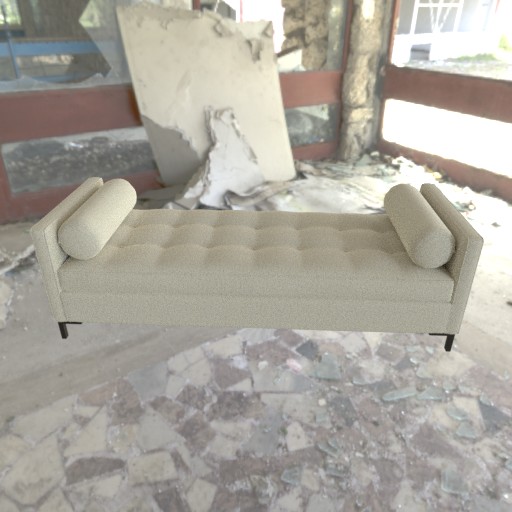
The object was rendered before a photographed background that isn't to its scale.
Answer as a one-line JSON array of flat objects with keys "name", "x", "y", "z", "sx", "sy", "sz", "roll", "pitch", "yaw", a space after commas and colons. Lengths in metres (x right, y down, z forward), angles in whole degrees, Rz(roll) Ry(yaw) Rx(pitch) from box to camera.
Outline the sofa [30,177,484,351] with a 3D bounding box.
[{"name": "sofa", "x": 0.000, "y": 0.000, "z": 2.366, "sx": 1.985, "sy": 0.641, "sz": 0.746, "roll": 1, "pitch": 29, "yaw": 3}]
